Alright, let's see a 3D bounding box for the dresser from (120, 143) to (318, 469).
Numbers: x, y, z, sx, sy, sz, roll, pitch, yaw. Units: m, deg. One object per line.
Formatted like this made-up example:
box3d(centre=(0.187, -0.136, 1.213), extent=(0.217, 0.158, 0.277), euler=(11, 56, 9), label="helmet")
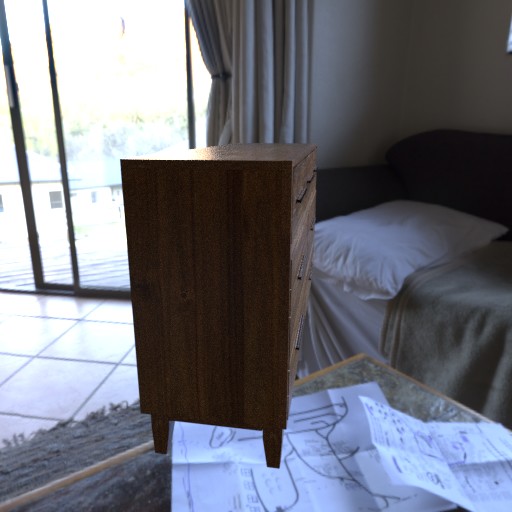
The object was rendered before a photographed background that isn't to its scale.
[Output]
box3d(centre=(0.000, 0.000, 1.846), extent=(0.446, 0.873, 1.400), euler=(3, 16, 10), label="dresser")
